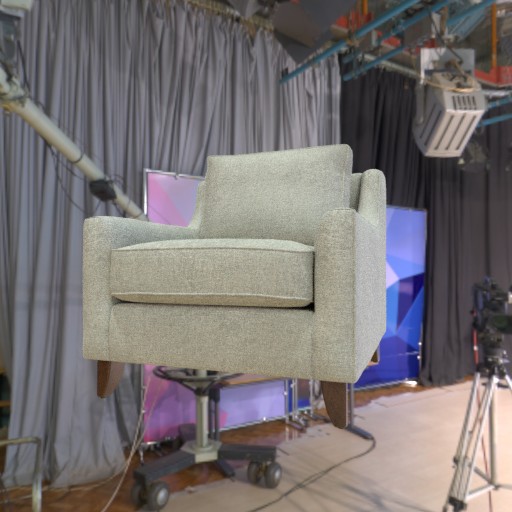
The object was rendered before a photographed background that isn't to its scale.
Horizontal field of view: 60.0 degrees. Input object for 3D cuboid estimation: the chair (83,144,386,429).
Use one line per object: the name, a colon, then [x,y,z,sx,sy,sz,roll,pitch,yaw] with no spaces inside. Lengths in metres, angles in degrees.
chair: [0.000,0.000,1.571,0.838,0.864,0.918,0,-1,20]
